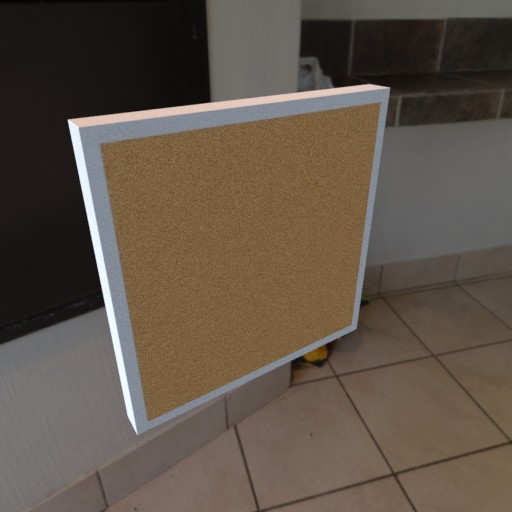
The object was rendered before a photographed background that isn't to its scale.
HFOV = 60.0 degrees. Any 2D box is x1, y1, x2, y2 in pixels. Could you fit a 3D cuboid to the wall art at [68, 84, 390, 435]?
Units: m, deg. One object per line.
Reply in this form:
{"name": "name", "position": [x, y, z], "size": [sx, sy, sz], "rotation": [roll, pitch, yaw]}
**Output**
{"name": "wall art", "position": [0.000, 0.000, 0.606], "size": [0.406, 0.406, 0.038], "rotation": [-18, 34, -29]}
